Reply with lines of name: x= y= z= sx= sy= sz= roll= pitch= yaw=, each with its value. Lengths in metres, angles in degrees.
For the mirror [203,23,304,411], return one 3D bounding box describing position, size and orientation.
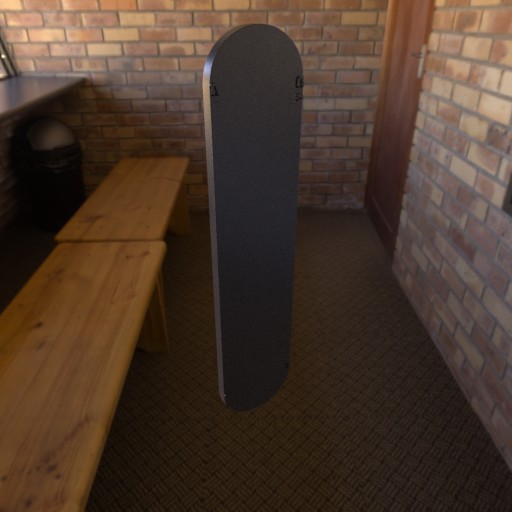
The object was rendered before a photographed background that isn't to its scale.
mirror: x=0.000 y=0.000 z=1.067 sx=0.222 sy=0.991 sz=0.032 roll=-18 pitch=33 yaw=-29
